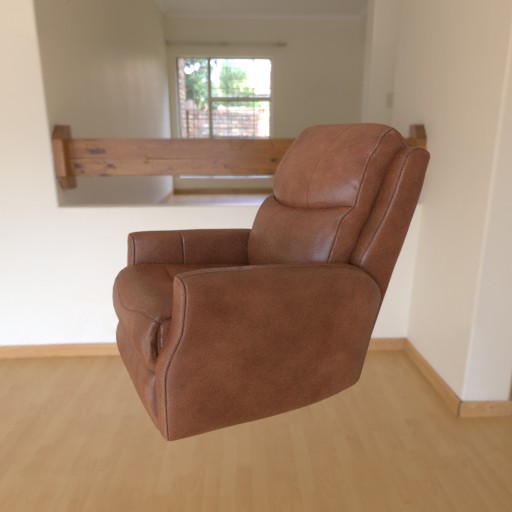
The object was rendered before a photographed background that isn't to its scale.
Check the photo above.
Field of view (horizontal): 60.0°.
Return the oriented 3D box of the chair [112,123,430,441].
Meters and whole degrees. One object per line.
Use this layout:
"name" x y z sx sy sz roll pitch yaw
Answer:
"chair" 0.000 0.000 1.762 1.072 1.016 0.821 -8 17 -26
